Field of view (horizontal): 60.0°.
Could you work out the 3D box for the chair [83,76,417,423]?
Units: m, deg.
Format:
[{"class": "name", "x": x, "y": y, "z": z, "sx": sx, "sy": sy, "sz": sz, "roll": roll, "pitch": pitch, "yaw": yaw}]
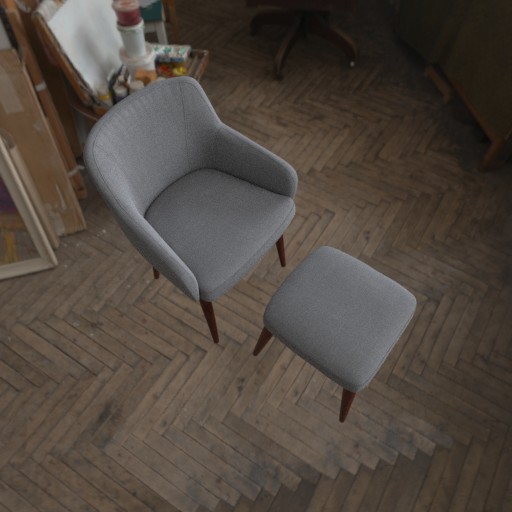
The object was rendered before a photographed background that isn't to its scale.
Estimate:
[{"class": "chair", "x": 0.000, "y": 0.000, "z": 1.562, "sx": 1.107, "sy": 0.799, "sz": 0.584, "roll": 34, "pitch": 64, "yaw": 19}]
